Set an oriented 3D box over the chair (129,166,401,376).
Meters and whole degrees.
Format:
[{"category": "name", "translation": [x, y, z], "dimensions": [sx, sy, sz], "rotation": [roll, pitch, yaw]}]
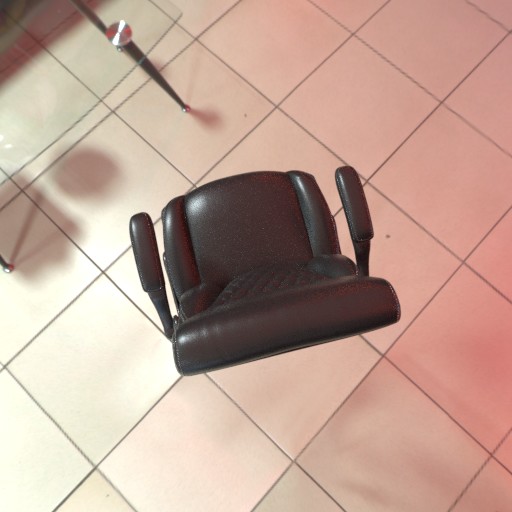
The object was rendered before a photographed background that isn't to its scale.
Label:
[{"category": "chair", "translation": [0.000, 0.000, 1.596], "dimensions": [0.782, 1.110, 0.724], "rotation": [-13, 76, -3]}]
